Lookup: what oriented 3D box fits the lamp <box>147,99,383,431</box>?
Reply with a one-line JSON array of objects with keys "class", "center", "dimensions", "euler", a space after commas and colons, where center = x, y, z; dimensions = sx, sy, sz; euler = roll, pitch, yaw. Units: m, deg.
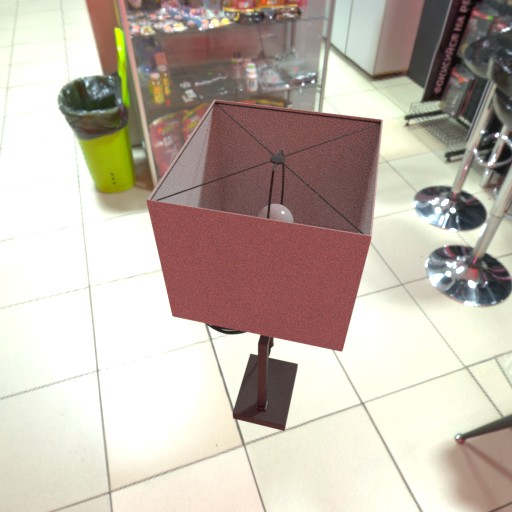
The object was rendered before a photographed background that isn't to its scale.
[{"class": "lamp", "center": [0.000, 0.000, 0.948], "dimensions": [0.399, 0.660, 0.504], "euler": [10, 46, 10]}]
